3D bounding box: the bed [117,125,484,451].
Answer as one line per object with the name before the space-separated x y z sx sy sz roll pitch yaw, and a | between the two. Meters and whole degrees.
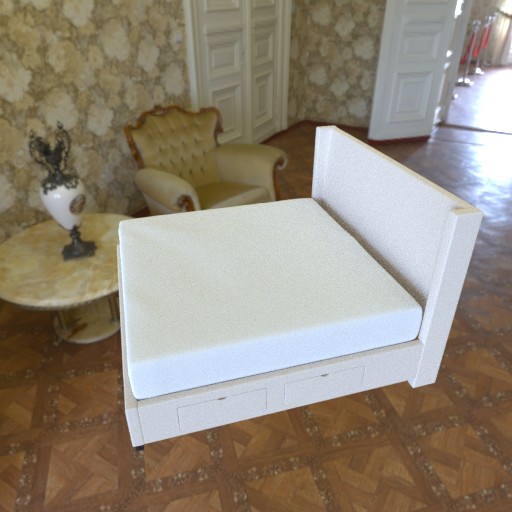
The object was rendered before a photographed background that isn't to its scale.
bed | 0.000 0.000 3.675 2.293 1.471 2.145 -9 32 -14
